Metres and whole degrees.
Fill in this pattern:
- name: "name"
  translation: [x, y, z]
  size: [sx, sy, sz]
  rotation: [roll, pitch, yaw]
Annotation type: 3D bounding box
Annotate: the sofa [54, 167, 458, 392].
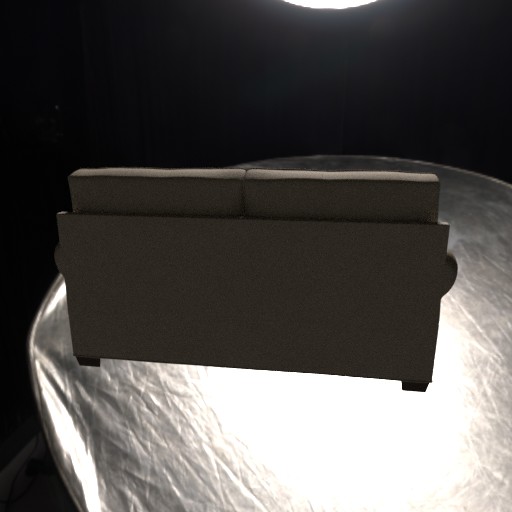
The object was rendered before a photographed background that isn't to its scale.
- name: "sofa"
  translation: [0.000, 0.000, 2.273]
  size: [1.774, 0.933, 0.861]
  rotation: [2, 16, 8]
